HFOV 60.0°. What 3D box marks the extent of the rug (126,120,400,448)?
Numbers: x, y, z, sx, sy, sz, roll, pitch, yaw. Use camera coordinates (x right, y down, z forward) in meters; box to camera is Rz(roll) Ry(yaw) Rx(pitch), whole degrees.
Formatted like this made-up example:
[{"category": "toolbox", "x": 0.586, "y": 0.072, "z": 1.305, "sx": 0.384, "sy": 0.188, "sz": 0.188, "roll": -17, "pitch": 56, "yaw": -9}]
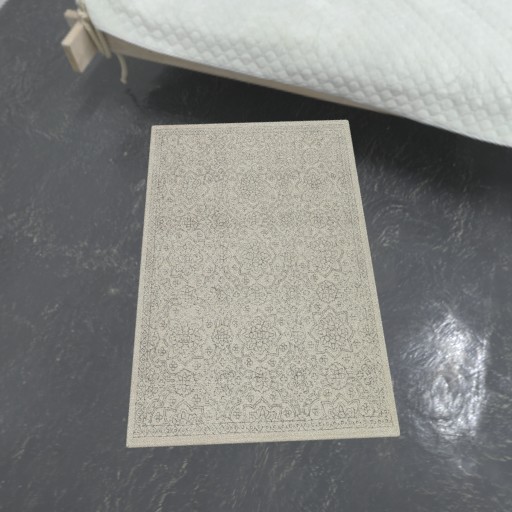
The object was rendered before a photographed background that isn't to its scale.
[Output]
[{"category": "rug", "x": 0.000, "y": 0.000, "z": 2.947, "sx": 1.524, "sy": 0.011, "sz": 2.286, "roll": -2, "pitch": 65, "yaw": -1}]
